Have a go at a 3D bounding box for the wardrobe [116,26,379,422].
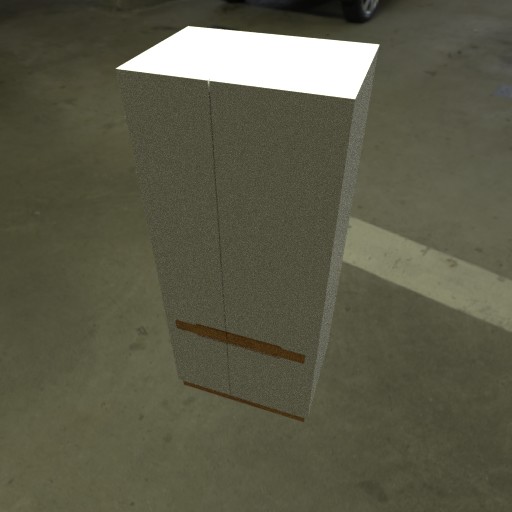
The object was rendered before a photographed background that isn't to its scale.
[{"bbox_3d":[0.000,0.000,2.373,0.860,2.040,0.600,13,43,14],"label":"wardrobe"}]
